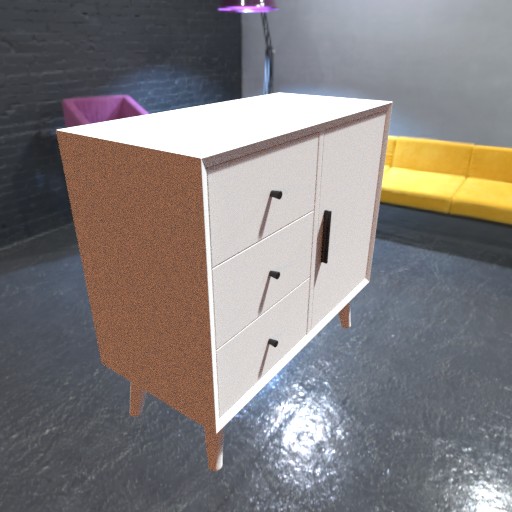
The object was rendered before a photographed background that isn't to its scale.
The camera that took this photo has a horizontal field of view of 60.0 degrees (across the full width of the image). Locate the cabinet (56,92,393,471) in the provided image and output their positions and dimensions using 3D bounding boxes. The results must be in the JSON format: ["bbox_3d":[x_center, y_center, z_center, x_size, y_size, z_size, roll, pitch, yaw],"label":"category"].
[{"bbox_3d":[0.000,0.000,1.230,0.398,0.761,0.800,18,31,32],"label":"cabinet"}]
